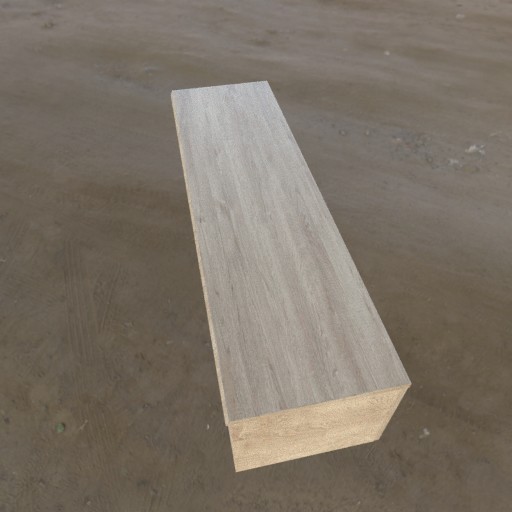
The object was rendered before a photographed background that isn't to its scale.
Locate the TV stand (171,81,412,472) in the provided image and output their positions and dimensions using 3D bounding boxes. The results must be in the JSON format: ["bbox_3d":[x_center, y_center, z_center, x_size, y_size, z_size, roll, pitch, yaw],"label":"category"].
[{"bbox_3d":[0.000,0.000,1.512,0.401,0.565,1.313,-9,49,-8],"label":"TV stand"}]
